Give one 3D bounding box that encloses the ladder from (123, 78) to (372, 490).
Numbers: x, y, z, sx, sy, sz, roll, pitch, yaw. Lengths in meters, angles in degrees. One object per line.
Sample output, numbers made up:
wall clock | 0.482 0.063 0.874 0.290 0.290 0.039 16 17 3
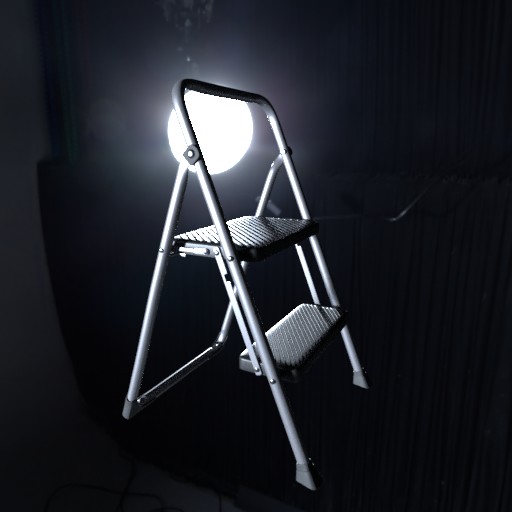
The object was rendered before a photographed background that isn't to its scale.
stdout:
ladder | 0.000 0.000 0.994 0.472 0.720 0.430 7 15 27
